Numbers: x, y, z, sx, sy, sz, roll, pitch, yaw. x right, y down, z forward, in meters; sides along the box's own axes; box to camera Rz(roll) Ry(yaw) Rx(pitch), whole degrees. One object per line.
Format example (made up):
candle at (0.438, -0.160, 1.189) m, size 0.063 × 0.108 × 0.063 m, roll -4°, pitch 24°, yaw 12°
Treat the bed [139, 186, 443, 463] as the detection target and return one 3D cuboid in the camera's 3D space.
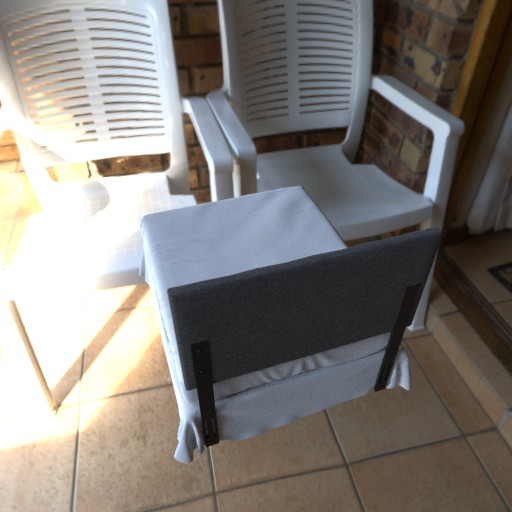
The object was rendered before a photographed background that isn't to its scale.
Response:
bed at (0.000, 0.000, 3.624) m, size 1.936 × 1.577 × 2.222 m, roll -13°, pitch 42°, yaw -14°
